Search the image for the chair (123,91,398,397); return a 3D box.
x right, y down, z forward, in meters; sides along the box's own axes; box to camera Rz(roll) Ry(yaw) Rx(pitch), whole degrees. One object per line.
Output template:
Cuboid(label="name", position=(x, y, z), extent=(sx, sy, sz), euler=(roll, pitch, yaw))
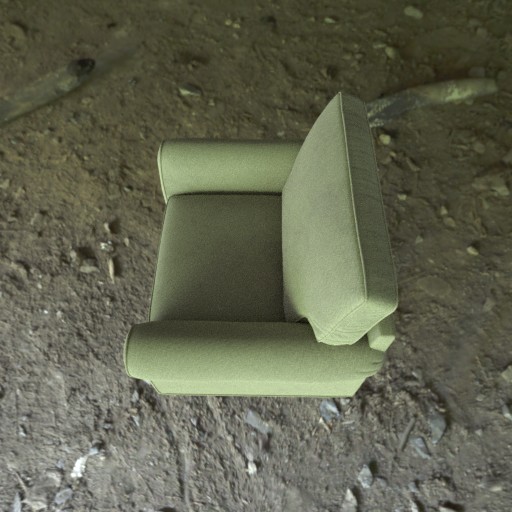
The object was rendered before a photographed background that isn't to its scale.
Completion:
Cuboid(label="chair", position=(0.000, 0.000, 1.940), extent=(0.939, 1.044, 1.147), euler=(1, 59, 0))
